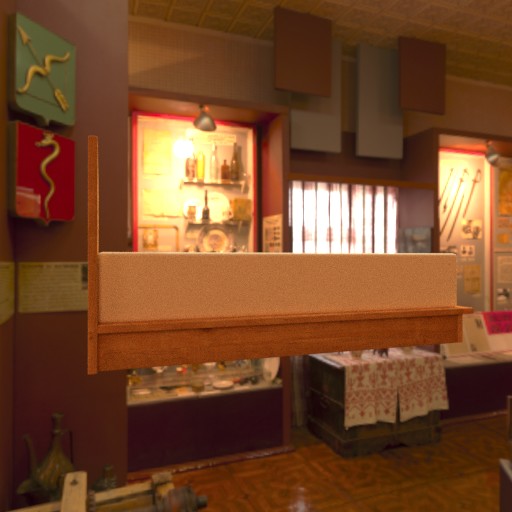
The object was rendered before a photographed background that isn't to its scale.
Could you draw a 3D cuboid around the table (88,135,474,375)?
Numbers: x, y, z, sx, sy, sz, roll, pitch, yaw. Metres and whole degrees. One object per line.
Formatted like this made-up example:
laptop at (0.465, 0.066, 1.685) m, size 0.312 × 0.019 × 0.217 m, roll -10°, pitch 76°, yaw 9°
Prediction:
table at (0.000, 0.000, 3.085) m, size 2.149 × 1.041 × 1.707 m, roll 0°, pitch 0°, yaw -19°
